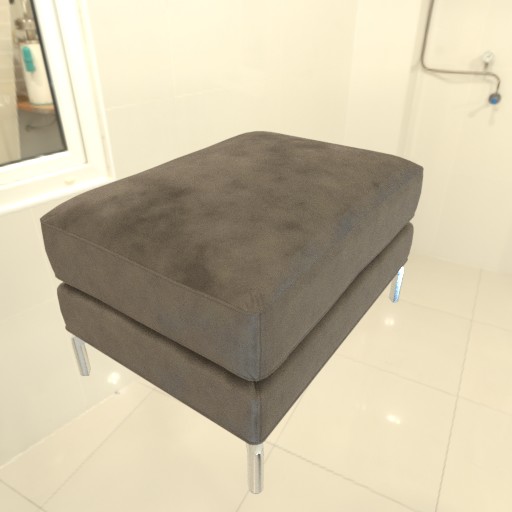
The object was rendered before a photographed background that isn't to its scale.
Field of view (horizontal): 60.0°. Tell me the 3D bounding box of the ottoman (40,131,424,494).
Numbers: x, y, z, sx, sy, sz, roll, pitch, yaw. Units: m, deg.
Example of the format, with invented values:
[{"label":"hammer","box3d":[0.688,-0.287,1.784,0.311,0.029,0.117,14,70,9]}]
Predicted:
[{"label":"ottoman","box3d":[0.000,0.000,1.027,0.520,0.456,0.719,20,36,30]}]
